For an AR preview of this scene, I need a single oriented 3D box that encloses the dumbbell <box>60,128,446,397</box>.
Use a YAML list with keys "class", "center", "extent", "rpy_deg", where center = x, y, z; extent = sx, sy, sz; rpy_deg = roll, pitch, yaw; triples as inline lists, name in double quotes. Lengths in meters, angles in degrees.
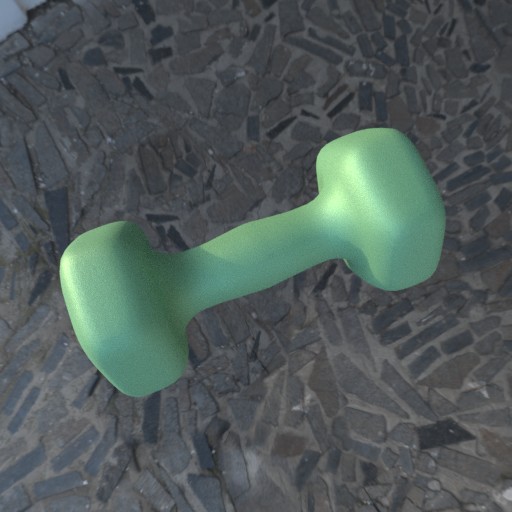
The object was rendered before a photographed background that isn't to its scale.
- class: "dumbbell"
  center: [0.000, 0.000, 0.328]
  extent: [0.260, 0.117, 0.129]
  rpy_deg: [-21, 77, -5]
